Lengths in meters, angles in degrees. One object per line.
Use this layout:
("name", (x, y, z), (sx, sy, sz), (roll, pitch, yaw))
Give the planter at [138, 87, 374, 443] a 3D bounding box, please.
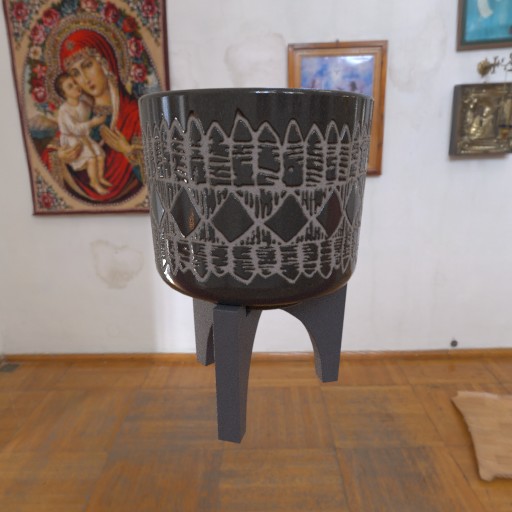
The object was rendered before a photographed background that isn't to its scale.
("planter", (0.000, 0.000, 0.530), (0.251, 0.355, 0.251), (-15, 21, -43))
